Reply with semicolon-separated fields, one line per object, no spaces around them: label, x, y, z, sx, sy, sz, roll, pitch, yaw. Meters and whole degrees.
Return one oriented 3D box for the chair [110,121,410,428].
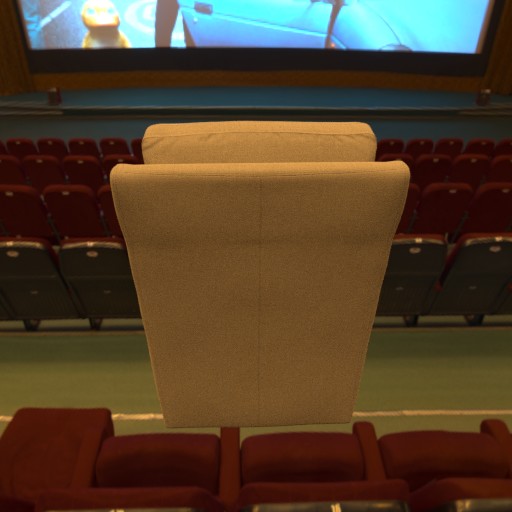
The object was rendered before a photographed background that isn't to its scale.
chair;0.000;0.000;1.345;0.626;0.914;0.694;-1;32;-2
